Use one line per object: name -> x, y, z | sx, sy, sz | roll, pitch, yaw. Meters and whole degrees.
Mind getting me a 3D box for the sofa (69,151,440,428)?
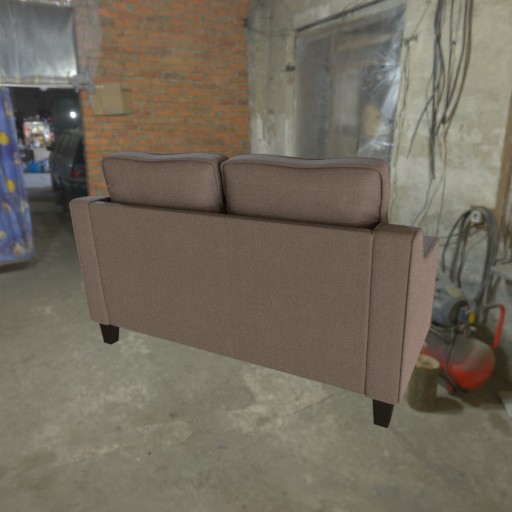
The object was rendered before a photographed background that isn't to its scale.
sofa -> 0.000, 0.000, 2.055 | 1.500, 0.948, 0.791 | 8, 18, 27
